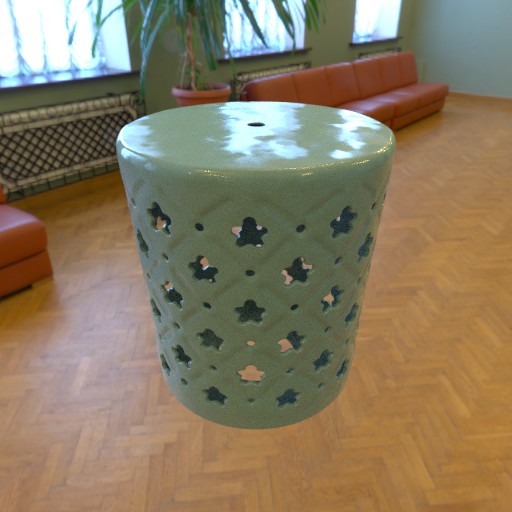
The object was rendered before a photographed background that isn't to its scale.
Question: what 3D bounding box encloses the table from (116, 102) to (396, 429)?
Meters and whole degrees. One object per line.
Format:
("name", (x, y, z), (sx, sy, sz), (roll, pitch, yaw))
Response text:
("table", (0.000, 0.000, 0.662), (0.352, 0.387, 0.352), (0, 30, 0))
